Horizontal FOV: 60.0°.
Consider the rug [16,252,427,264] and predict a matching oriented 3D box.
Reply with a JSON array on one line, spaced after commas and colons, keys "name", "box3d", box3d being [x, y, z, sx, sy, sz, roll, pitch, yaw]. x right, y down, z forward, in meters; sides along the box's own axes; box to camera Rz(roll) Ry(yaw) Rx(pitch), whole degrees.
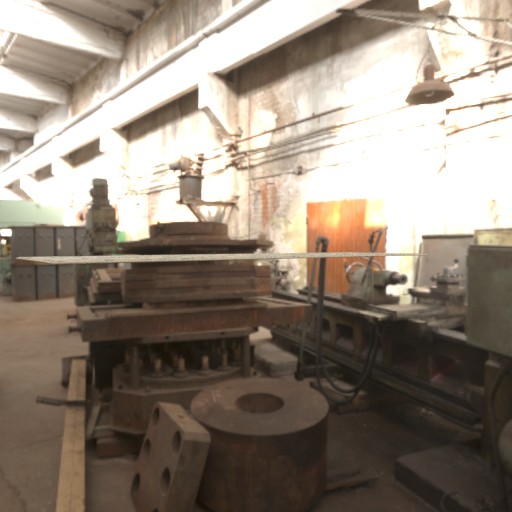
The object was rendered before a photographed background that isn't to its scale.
[{"name": "rug", "box3d": [0.000, 0.000, 2.381, 2.196, 0.011, 0.662, -1, 2, -37]}]
